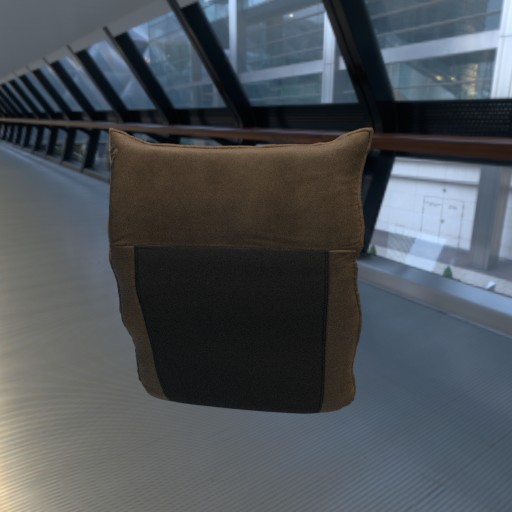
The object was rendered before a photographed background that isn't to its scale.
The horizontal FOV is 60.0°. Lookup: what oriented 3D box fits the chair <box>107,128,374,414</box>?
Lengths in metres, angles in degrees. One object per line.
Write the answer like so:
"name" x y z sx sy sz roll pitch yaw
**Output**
"chair" 0.000 0.000 1.603 0.714 0.892 0.985 3 16 9
